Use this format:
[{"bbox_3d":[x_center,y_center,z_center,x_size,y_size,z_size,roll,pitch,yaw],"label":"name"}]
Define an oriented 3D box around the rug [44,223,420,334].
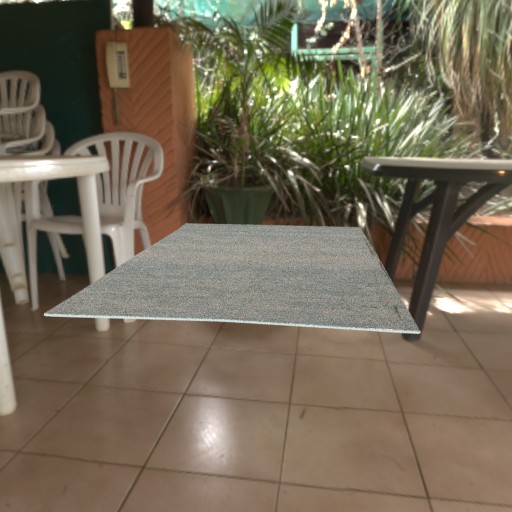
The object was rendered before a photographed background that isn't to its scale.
[{"bbox_3d":[0.000,0.000,2.969,1.613,0.030,2.306,2,14,7],"label":"rug"}]
